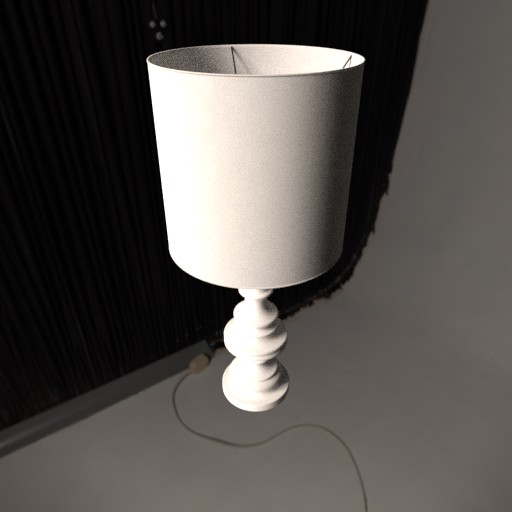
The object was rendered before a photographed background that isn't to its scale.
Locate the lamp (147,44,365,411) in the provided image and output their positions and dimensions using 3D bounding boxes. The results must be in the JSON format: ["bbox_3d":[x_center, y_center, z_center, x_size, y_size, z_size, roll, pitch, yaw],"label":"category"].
[{"bbox_3d":[0.000,0.000,0.550,0.208,0.455,0.208,-20,37,-30],"label":"lamp"}]
